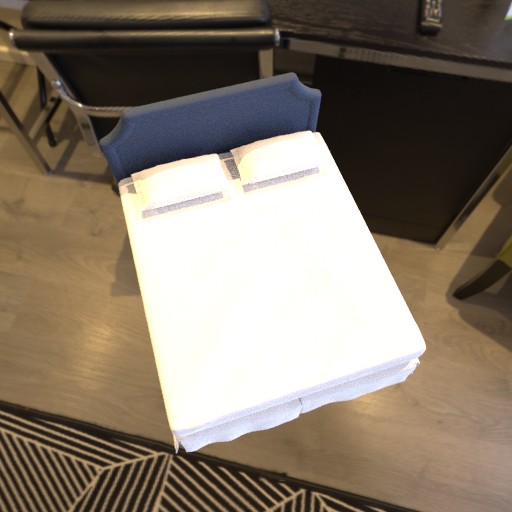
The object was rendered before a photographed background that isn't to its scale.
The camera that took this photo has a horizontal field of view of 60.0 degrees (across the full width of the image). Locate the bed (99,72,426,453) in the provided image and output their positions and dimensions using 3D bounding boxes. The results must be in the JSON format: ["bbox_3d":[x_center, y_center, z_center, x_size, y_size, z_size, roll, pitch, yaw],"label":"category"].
[{"bbox_3d":[0.000,0.000,4.084,2.350,1.488,2.773,-16,64,-8],"label":"bed"}]
